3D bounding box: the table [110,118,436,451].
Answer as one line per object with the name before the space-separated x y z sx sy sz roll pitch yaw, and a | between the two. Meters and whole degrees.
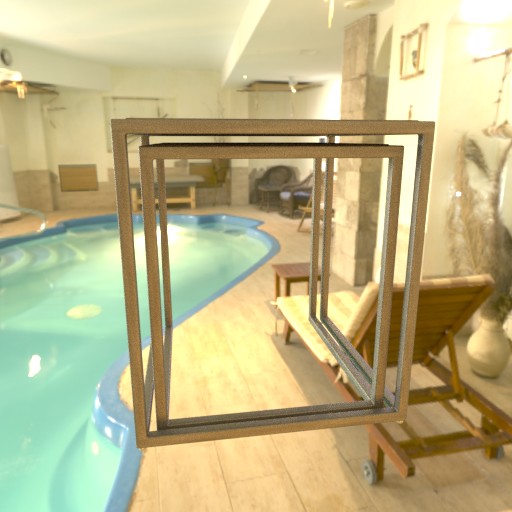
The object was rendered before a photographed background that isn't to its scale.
table | 0.000 0.000 0.875 0.450 0.500 0.449 -2 15 -9
